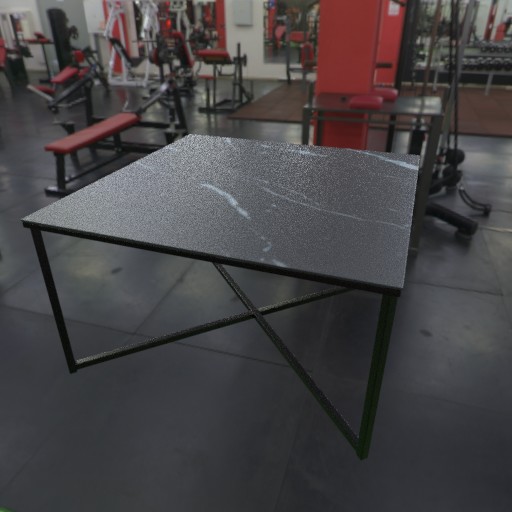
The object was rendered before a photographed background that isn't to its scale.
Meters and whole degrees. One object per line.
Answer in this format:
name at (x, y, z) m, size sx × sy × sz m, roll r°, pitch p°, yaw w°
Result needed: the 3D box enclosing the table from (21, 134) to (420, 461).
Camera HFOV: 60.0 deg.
table at (0.000, 0.000, 1.282) m, size 0.800 × 0.450 × 0.800 m, roll 10°, pitch 31°, yaw 17°
